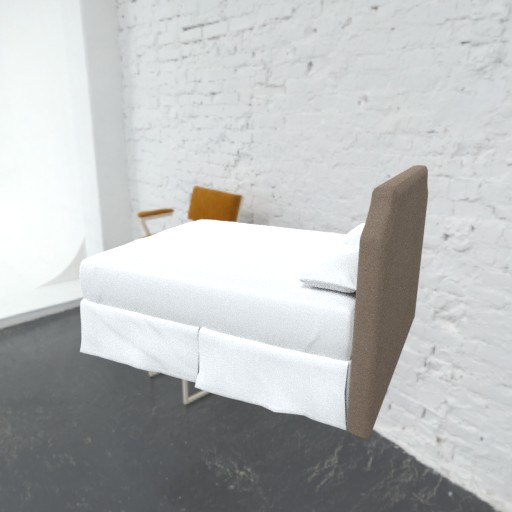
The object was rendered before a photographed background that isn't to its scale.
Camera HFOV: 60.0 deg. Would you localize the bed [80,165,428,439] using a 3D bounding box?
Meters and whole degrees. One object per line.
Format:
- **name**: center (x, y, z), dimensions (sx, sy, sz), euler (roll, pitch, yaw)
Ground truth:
- **bed**: center (0.000, 0.000, 3.239), dimensions (2.116, 1.290, 1.693), euler (8, 18, 25)
